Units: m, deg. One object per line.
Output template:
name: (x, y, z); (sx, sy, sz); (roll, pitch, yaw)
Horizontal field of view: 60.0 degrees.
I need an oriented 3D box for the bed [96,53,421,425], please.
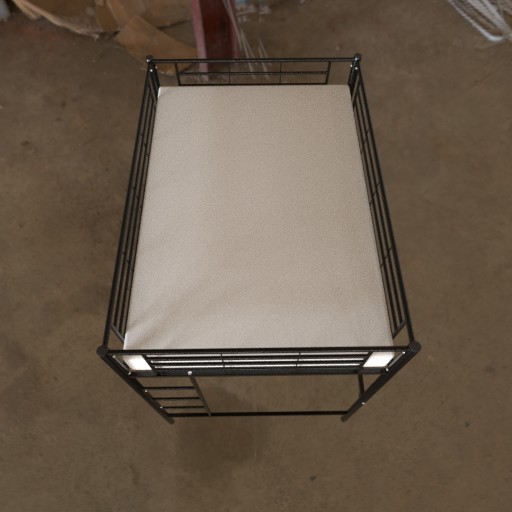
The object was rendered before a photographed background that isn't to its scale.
bed: (0.000, 0.000, 3.163); (1.397, 1.803, 1.994); (-1, 60, 0)
